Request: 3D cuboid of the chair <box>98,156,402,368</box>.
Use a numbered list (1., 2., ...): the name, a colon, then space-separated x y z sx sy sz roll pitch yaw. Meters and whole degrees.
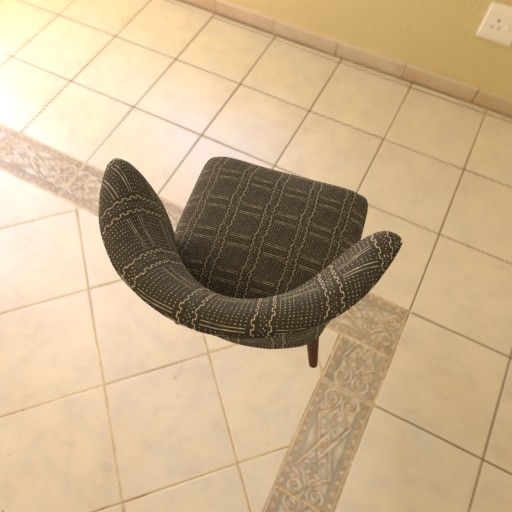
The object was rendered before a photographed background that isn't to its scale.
1. chair: 0.000 0.000 1.390 0.710 0.866 0.758 16 65 8
